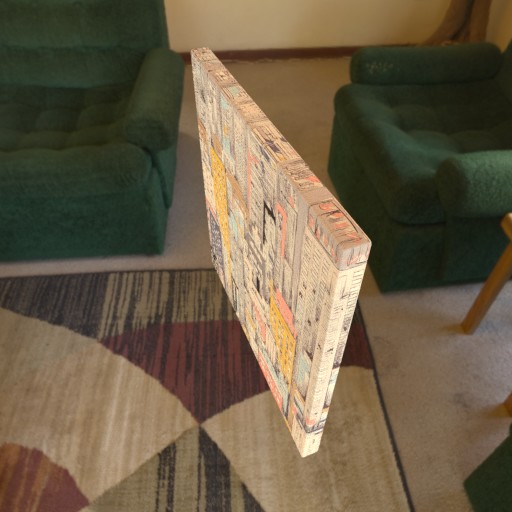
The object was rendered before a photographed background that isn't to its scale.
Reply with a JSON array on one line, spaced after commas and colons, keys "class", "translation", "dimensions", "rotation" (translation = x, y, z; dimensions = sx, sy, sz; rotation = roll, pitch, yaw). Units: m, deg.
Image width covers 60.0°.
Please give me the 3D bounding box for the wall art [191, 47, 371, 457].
[{"class": "wall art", "translation": [0.000, 0.000, 0.901], "dimensions": [0.038, 0.608, 0.607], "rotation": [-16, 48, -15]}]
